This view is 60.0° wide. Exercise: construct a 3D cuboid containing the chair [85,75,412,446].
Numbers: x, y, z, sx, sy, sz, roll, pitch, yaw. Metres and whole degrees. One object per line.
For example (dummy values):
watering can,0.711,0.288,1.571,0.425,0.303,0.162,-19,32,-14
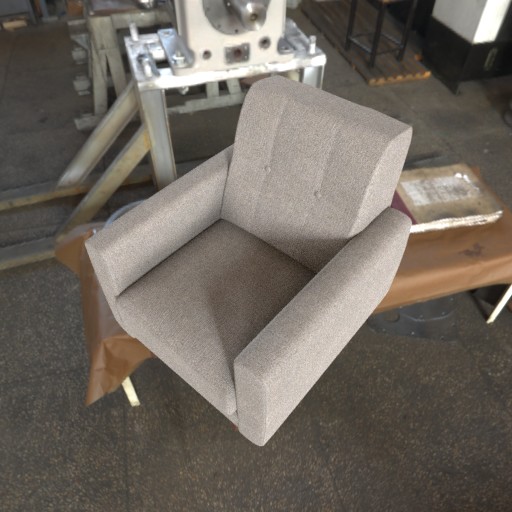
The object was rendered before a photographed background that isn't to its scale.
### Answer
chair,0.000,0.000,1.696,0.845,0.968,0.942,32,55,26
